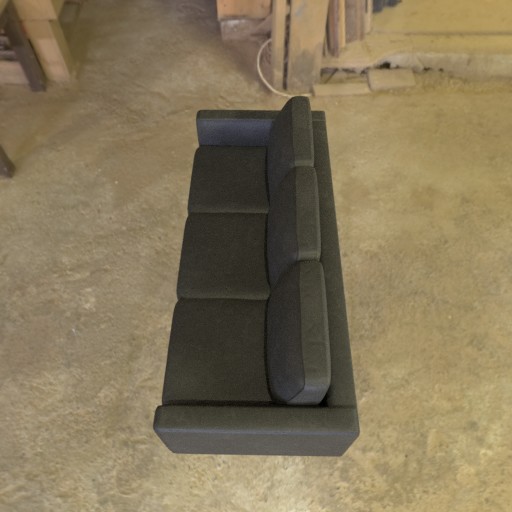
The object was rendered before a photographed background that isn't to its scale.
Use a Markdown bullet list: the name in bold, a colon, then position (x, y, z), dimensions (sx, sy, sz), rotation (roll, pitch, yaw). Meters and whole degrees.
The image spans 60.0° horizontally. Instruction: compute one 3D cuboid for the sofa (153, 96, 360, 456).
- **sofa**: position (0.000, 0.000, 2.541), dimensions (0.879, 0.899, 2.029), rotation (1, 56, 1)
